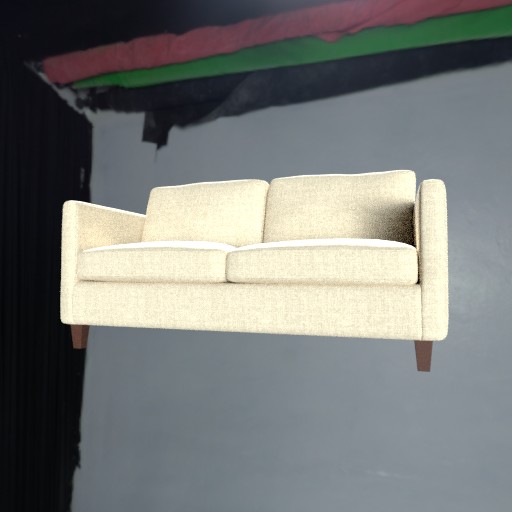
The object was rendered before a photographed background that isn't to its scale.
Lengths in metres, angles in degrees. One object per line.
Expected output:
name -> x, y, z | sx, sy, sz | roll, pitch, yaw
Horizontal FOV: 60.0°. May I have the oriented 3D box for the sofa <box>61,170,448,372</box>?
sofa -> 0.000, 0.000, 2.447 | 1.884, 0.963, 0.950 | -1, -2, 18
